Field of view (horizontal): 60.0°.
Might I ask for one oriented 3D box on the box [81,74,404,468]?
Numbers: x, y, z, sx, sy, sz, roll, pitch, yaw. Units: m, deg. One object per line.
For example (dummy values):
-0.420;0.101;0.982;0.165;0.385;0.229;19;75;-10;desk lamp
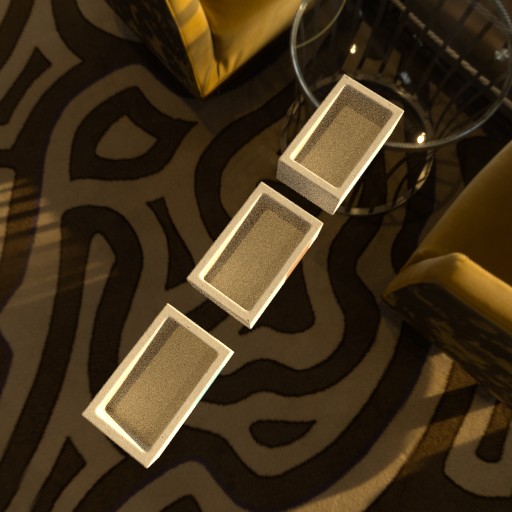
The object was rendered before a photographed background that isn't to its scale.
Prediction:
0.000;0.000;0.488;0.082;0.051;0.461;35;79;8;box
